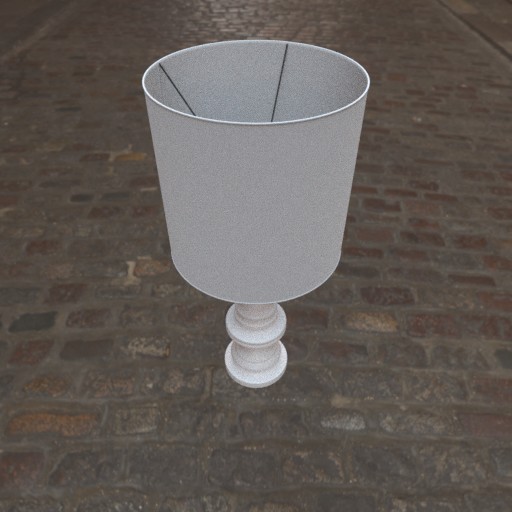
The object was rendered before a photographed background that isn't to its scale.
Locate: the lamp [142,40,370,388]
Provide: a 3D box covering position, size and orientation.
[{"bbox_3d":[0.000,0.000,0.565,0.208,0.455,0.208,0,42,0],"label":"lamp"}]
